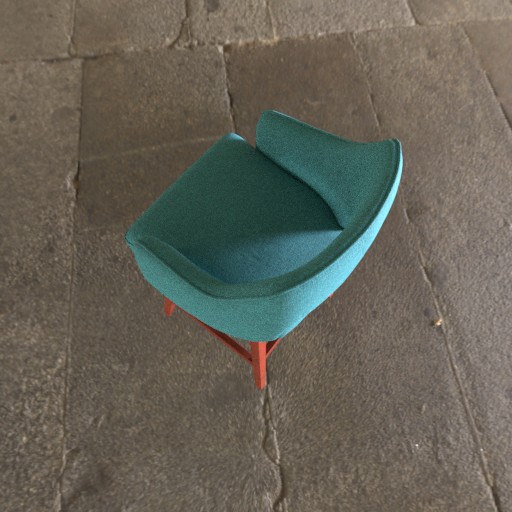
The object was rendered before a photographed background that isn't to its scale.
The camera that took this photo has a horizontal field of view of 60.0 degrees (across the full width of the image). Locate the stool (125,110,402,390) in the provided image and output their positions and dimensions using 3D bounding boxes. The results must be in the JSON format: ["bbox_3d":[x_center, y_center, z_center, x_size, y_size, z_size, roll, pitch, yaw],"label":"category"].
[{"bbox_3d":[0.000,0.000,1.303,0.556,0.961,0.548,35,70,15],"label":"stool"}]
